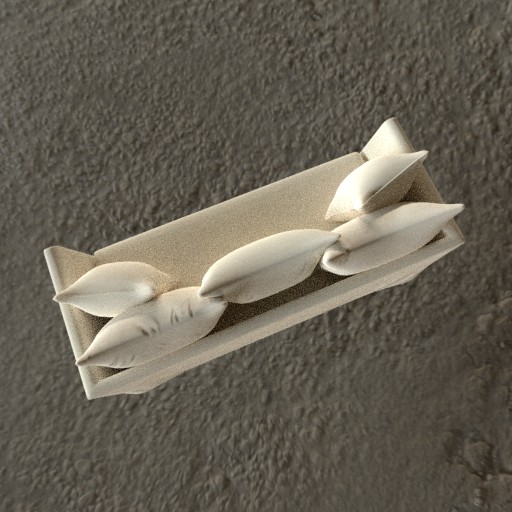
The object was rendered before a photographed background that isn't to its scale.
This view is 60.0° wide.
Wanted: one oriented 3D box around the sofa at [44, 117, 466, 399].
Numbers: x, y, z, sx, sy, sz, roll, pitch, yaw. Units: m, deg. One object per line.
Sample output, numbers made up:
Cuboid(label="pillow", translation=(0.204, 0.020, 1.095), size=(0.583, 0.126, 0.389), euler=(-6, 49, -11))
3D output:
Cuboid(label="sofa", translation=(0.000, 0.000, 2.989), size=(2.484, 1.042, 1.030), euler=(-22, 76, -6))
